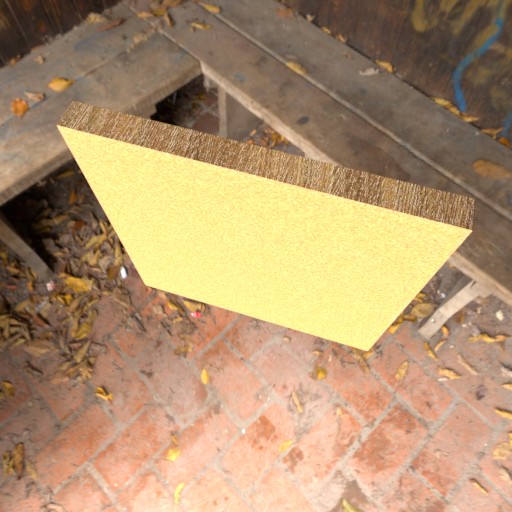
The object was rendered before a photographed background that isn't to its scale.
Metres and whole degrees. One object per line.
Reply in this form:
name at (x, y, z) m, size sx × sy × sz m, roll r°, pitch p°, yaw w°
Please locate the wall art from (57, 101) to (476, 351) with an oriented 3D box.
wall art at (0.000, 0.000, 0.600) m, size 0.406 × 0.403 × 0.039 m, roll 15°, pitch 64°, yaw 8°
